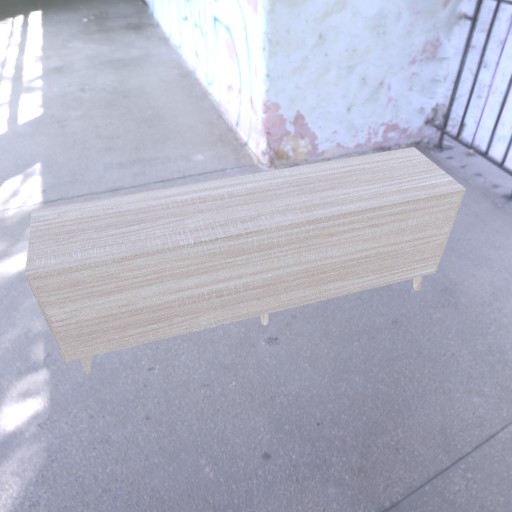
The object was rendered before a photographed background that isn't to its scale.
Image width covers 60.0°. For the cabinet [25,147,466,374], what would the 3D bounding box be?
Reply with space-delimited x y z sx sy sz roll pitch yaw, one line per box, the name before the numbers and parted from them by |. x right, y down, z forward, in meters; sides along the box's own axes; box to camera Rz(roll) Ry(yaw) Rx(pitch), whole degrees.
cabinet | 0.000 0.000 2.551 2.200 0.780 0.500 -12 43 -13
